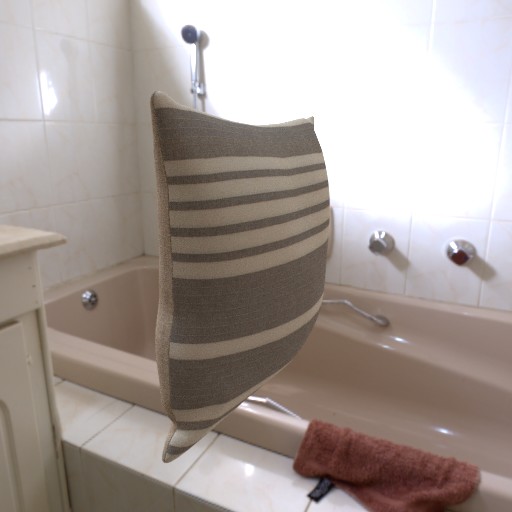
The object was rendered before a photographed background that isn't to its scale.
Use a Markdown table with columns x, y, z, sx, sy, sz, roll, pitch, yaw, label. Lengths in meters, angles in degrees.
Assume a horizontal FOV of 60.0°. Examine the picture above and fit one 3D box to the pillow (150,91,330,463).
| x | y | z | sx | sy | sz | roll | pitch | yaw | label |
| --- | --- | --- | --- | --- | --- | --- | --- | --- | --- |
| 0.000 | 0.000 | 0.676 | 0.182 | 0.440 | 0.439 | 8 | 17 | 28 | pillow |
